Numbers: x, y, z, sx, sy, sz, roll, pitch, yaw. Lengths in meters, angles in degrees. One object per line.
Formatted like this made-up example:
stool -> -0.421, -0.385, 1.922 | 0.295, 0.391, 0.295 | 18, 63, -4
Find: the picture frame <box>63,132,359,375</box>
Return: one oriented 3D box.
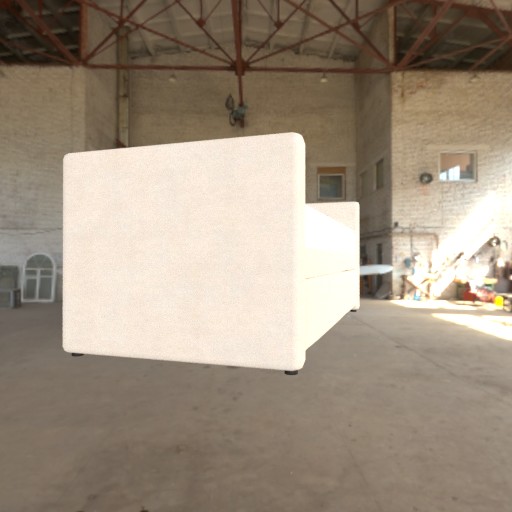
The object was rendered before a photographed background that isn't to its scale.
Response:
picture frame -> 0.000, 0.000, 2.784 | 1.069, 0.891, 2.161 | 0, 0, 19
